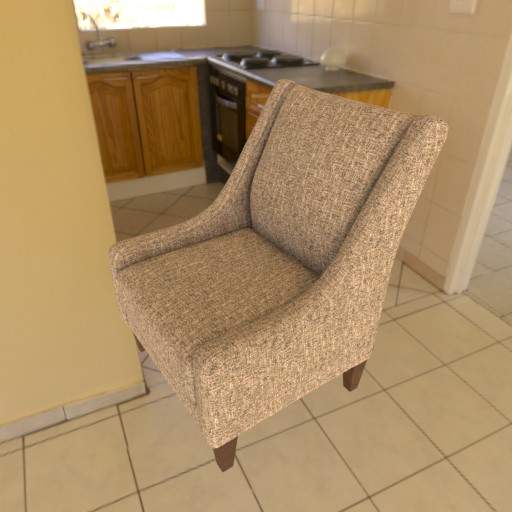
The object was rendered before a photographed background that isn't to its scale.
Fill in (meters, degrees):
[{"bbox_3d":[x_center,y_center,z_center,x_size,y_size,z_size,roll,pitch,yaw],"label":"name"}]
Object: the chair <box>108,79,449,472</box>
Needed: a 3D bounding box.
[{"bbox_3d":[0.000,0.000,1.582,0.870,1.014,0.774,-20,37,-29],"label":"chair"}]
